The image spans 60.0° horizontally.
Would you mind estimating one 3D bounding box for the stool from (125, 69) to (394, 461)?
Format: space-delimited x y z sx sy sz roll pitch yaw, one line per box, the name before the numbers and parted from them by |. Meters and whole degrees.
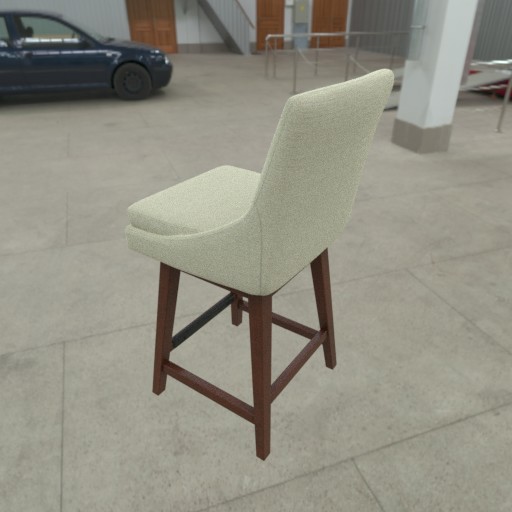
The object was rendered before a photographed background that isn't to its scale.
stool | 0.000 0.000 1.264 0.559 0.991 0.469 19 35 30
